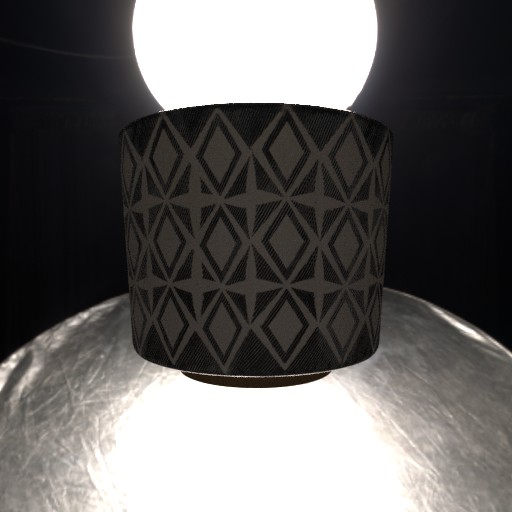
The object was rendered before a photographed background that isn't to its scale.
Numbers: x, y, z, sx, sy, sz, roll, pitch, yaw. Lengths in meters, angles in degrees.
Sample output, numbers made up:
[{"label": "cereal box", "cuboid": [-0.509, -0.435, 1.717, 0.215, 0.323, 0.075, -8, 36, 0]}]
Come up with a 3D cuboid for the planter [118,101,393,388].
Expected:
[{"label": "planter", "cuboid": [0.000, 0.000, 0.440, 0.260, 0.220, 0.260, 0, 1, 0]}]
